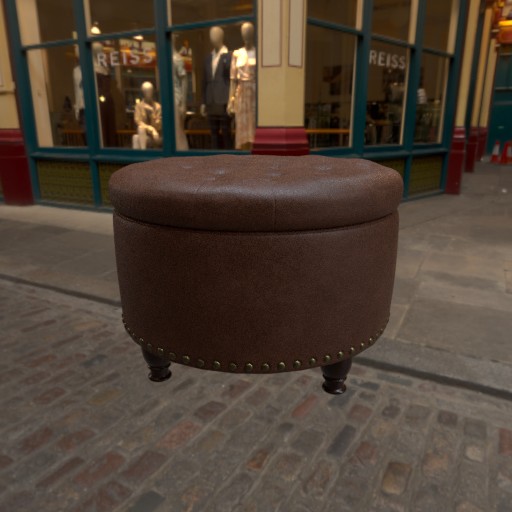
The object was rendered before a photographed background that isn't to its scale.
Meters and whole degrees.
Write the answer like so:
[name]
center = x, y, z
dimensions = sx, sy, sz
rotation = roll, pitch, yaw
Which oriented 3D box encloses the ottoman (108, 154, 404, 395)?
[ottoman]
center = 0.000, 0.000, 1.055
dimensions = 0.637, 0.442, 0.637
rotation = 0, 17, 0
